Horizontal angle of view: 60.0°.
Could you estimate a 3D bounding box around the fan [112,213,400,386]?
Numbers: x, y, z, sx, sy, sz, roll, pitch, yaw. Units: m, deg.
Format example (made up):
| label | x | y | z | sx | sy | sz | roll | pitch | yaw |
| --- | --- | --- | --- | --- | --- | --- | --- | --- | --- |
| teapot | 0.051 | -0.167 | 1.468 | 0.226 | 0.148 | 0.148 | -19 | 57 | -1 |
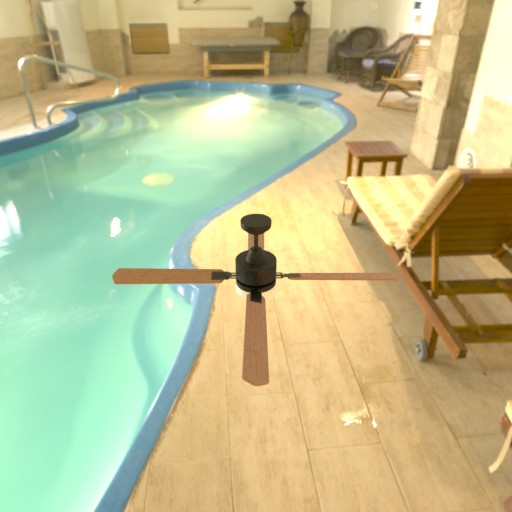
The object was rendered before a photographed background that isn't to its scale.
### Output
| label | x | y | z | sx | sy | sz | roll | pitch | yaw |
| --- | --- | --- | --- | --- | --- | --- | --- | --- | --- |
| fan | 0.000 | 0.000 | 1.983 | 1.320 | 0.355 | 1.320 | 0 | 31 | 0 |
